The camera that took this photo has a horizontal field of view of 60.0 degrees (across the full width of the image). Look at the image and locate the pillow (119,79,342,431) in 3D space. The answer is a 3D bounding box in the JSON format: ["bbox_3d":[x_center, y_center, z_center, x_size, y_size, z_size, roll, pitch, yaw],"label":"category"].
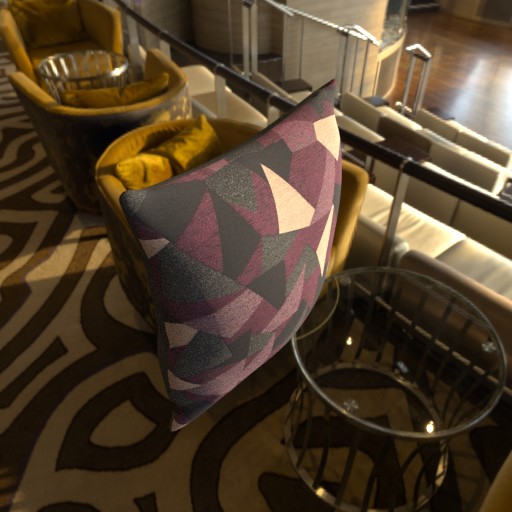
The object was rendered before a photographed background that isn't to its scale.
[{"bbox_3d":[0.000,0.000,0.788,0.208,0.496,0.503,26,47,27],"label":"pillow"}]
